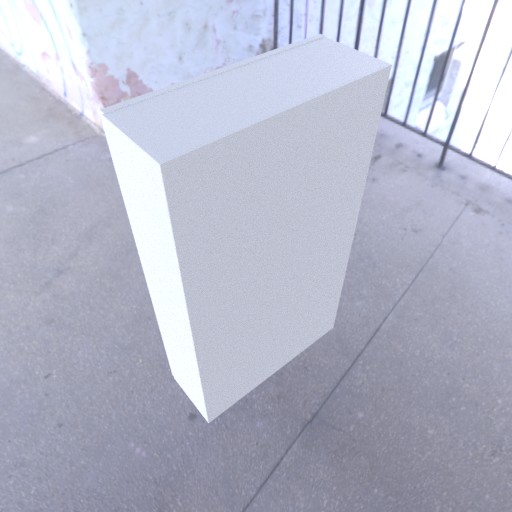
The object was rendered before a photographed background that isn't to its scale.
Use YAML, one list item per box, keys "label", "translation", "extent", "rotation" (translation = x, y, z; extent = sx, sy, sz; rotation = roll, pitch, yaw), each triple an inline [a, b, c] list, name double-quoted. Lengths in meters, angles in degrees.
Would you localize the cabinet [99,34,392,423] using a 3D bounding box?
- label: "cabinet"
  translation: [0.000, 0.000, 2.699]
  extent: [1.250, 2.160, 0.480]
  rotation: [-31, 54, -26]
